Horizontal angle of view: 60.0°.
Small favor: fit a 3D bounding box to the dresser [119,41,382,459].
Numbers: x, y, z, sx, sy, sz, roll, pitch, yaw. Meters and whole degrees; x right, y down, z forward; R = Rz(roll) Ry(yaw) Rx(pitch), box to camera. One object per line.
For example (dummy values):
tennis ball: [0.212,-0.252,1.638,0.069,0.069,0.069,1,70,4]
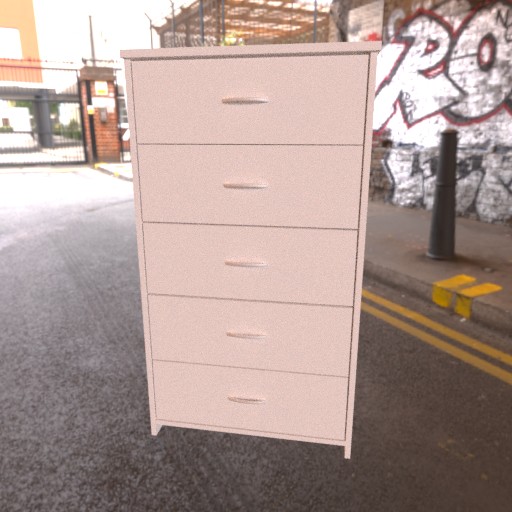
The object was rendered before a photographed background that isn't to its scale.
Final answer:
dresser: [0.000,0.000,1.513,0.704,1.255,0.399,3,16,10]
